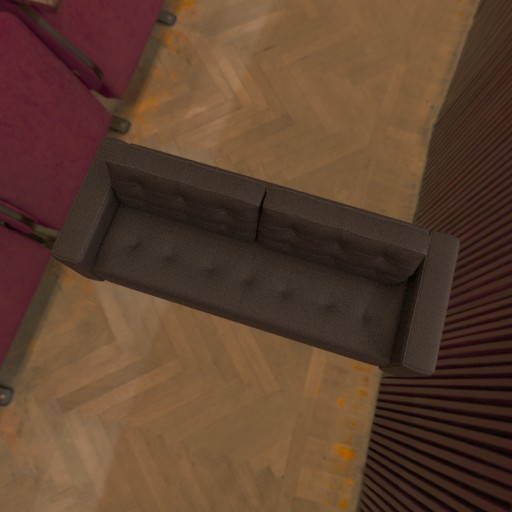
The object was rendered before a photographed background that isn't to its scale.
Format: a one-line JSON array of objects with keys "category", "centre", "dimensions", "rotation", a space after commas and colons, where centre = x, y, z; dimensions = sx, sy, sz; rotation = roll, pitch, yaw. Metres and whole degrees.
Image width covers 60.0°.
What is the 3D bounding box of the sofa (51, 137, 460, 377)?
[{"category": "sofa", "centre": [0.000, 0.000, 2.738], "dimensions": [2.275, 0.893, 0.833], "rotation": [17, 75, 5]}]
